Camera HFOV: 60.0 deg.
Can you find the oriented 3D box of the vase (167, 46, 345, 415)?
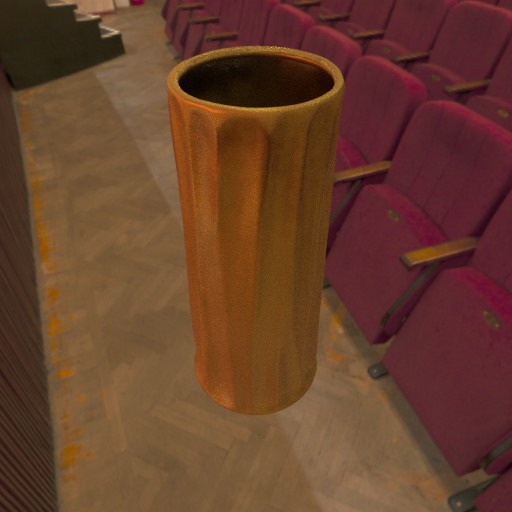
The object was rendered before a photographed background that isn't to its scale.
[{"bbox_3d":[0.000,0.000,0.177,0.061,0.143,0.061,0,42,0],"label":"vase"}]
